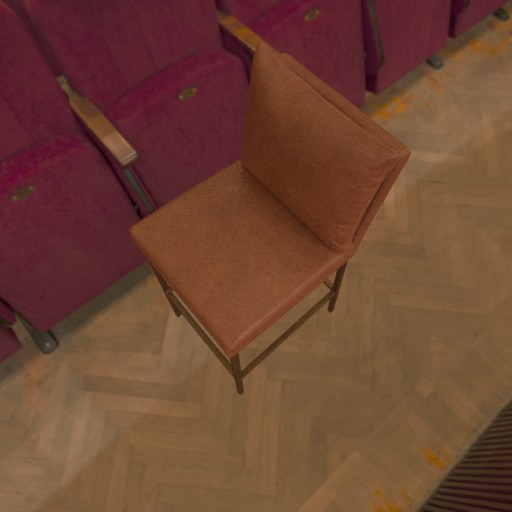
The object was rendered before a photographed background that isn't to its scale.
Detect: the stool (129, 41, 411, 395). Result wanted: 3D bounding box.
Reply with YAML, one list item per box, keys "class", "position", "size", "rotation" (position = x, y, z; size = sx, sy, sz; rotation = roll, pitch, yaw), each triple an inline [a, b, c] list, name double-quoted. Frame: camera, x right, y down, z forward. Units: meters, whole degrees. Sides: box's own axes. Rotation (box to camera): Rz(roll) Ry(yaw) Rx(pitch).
- class: "stool"
  position: [0.000, 0.000, 1.419]
  size: [0.571, 1.124, 0.463]
  rotation: [-37, 69, -17]
